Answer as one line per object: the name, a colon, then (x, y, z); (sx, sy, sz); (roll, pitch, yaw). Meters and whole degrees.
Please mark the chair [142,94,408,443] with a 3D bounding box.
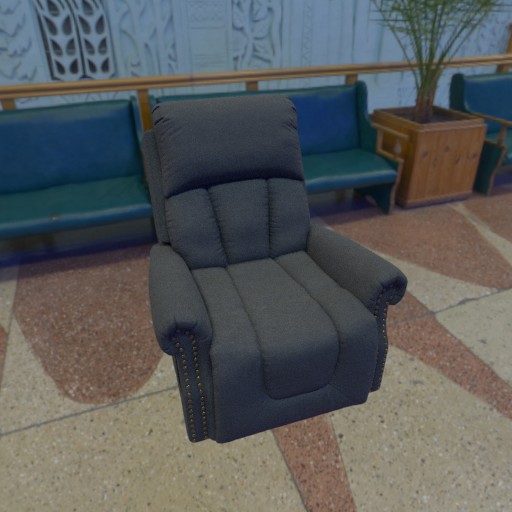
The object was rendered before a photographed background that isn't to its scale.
chair: (0.000, 0.000, 1.730); (0.871, 1.031, 0.979); (-10, 33, -16)
